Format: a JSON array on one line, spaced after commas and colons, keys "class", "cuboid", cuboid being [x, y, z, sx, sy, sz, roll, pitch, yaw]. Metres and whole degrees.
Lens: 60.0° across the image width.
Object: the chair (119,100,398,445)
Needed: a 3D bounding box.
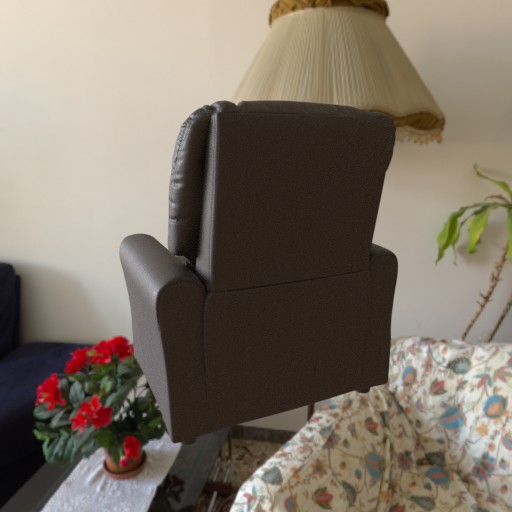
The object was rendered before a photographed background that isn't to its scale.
[{"class": "chair", "cuboid": [0.000, 0.000, 1.123, 0.610, 0.709, 0.521, -7, 16, -25]}]
